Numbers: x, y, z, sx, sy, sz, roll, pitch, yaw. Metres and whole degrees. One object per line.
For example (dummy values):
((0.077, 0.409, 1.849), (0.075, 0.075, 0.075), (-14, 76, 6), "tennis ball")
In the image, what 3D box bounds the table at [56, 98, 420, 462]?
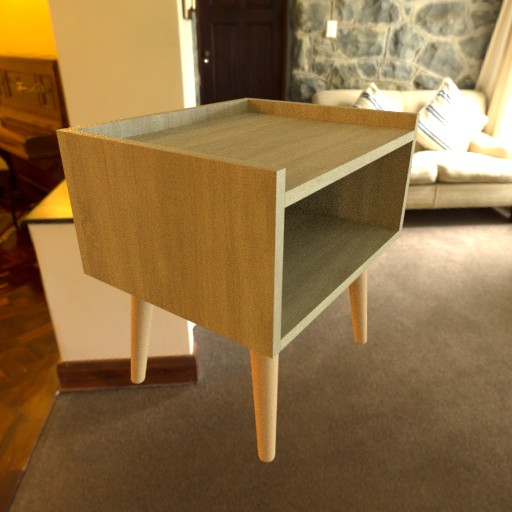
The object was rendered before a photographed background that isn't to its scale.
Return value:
((0.000, 0.000, 0.795), (0.370, 0.470, 0.450), (18, 31, 31), "table")
